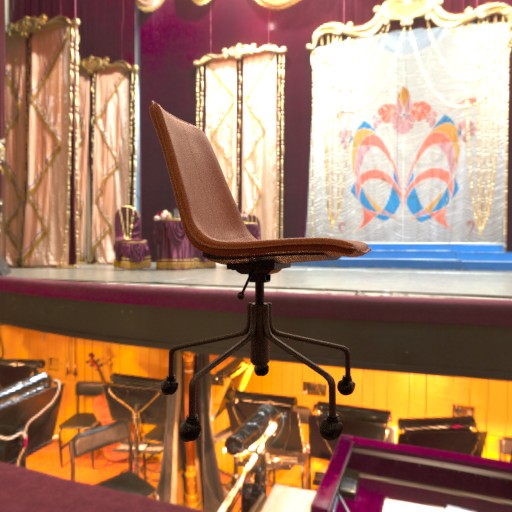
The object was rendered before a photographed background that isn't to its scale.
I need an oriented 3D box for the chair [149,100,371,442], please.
[{"bbox_3d":[0.000,0.000,1.363,0.660,0.920,0.651,0,1,19],"label":"chair"}]
